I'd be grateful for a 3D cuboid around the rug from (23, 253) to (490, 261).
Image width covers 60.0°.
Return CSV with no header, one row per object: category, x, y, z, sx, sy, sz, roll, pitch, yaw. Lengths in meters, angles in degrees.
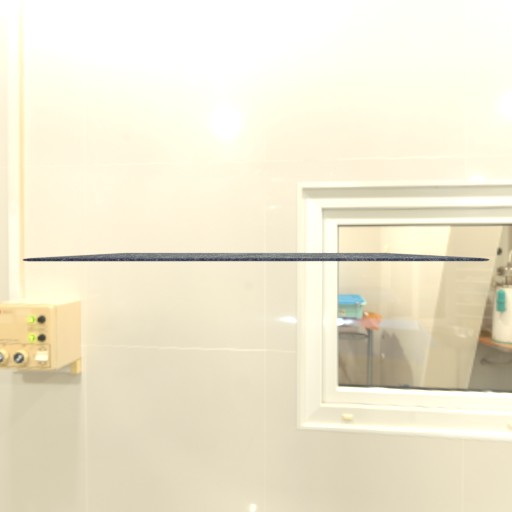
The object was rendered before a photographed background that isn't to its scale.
rug,0.000,0.000,4.227,3.245,0.024,2.385,0,1,0
